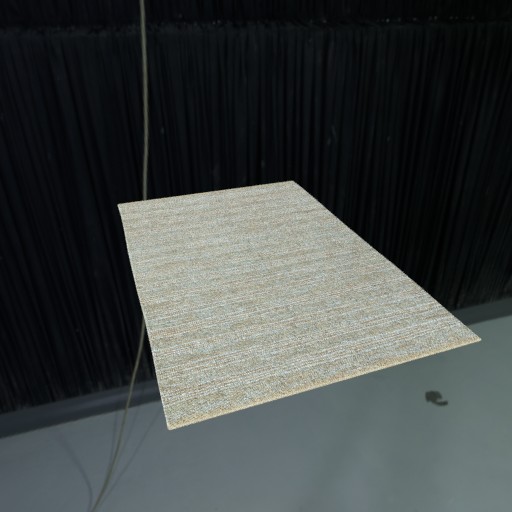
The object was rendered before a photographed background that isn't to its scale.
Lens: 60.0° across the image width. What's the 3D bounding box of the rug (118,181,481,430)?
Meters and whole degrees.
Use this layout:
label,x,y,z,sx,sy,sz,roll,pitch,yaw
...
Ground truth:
label,x,y,z,sx,sy,sz,roll,pitch,yaw
rug,0.000,0.000,2.302,1.240,0.010,1.824,-10,32,-17
